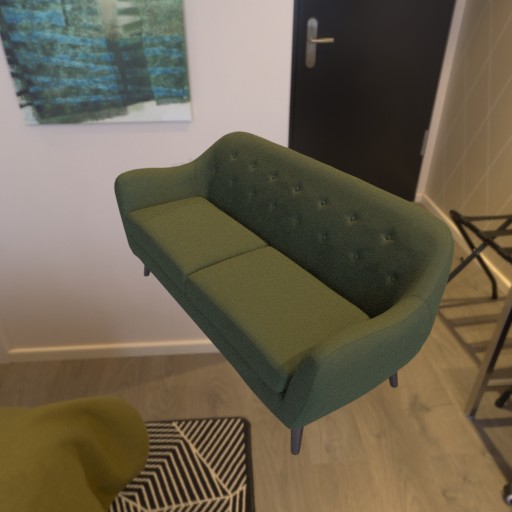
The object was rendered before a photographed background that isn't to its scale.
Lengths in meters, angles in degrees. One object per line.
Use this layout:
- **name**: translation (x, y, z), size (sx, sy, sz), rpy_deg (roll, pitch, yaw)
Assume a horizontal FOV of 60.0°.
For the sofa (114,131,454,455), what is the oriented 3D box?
- **sofa**: translation (0.000, 0.000, 2.242), size (0.820, 0.836, 1.840), rpy_deg (-20, 37, -29)
